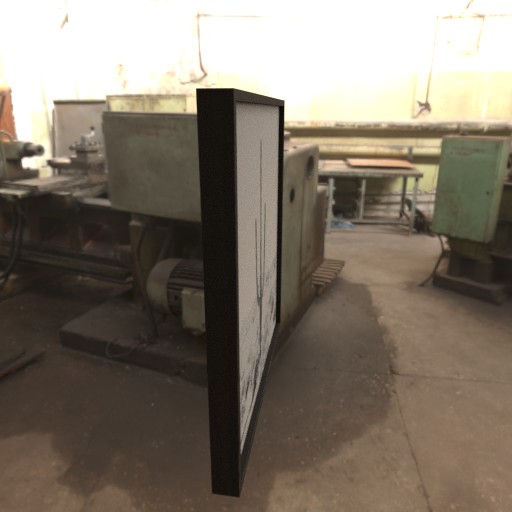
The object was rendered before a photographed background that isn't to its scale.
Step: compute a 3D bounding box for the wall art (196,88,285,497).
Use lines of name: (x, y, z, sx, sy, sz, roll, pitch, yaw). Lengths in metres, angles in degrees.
wall art: (0.000, 0.000, 0.749, 0.038, 0.508, 0.508, 3, 18, 9)
